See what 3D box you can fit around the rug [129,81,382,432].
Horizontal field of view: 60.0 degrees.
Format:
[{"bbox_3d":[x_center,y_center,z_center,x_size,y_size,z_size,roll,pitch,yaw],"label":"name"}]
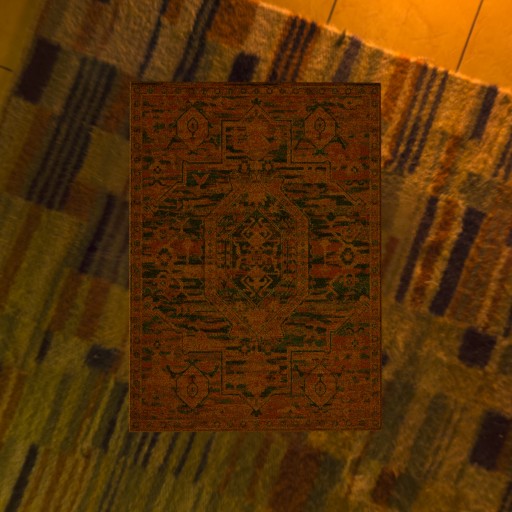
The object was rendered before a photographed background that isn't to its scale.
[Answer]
[{"bbox_3d":[0.000,0.000,2.794,1.588,0.024,2.204,0,89,-1],"label":"rug"}]
